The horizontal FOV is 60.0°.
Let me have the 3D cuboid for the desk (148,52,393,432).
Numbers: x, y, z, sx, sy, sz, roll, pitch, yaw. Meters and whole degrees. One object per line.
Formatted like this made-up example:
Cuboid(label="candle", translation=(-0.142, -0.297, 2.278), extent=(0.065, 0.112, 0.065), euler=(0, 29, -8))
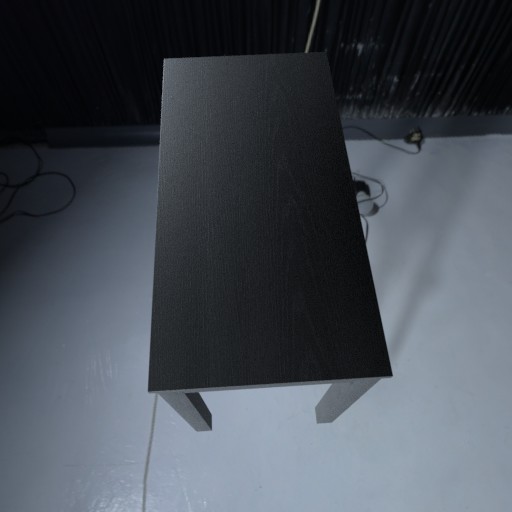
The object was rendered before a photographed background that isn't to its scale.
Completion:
Cuboid(label="desk", translation=(0.000, 0.000, 1.465), extent=(0.499, 0.762, 0.991), euler=(-3, 62, -2))
